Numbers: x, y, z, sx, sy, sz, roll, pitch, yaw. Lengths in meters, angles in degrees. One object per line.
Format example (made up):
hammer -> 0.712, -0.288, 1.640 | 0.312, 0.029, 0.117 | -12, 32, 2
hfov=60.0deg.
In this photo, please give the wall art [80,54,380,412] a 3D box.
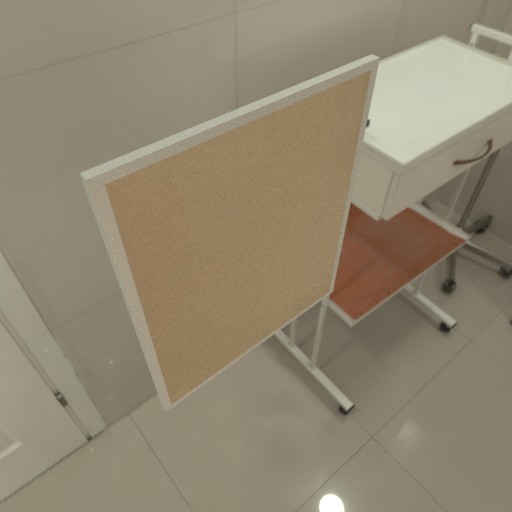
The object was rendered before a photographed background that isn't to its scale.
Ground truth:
wall art -> 0.000, 0.000, 0.625 | 0.382, 0.456, 0.013 | -31, 54, -26
